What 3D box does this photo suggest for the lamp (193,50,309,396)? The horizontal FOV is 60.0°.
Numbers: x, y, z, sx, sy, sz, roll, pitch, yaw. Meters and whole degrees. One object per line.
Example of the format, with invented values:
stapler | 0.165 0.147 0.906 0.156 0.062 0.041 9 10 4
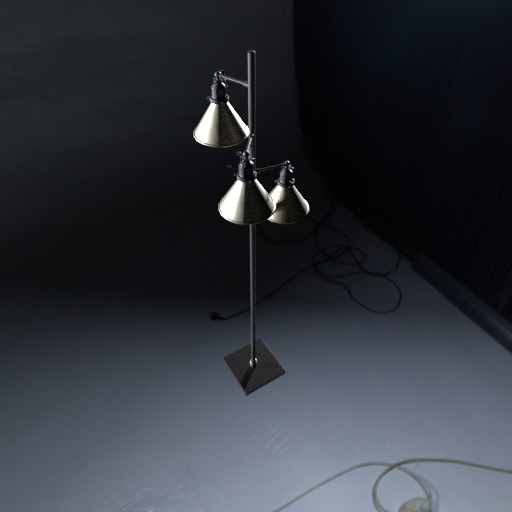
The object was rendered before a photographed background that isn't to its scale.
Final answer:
lamp | 0.000 0.000 1.903 0.415 1.716 0.428 -24 50 -22
